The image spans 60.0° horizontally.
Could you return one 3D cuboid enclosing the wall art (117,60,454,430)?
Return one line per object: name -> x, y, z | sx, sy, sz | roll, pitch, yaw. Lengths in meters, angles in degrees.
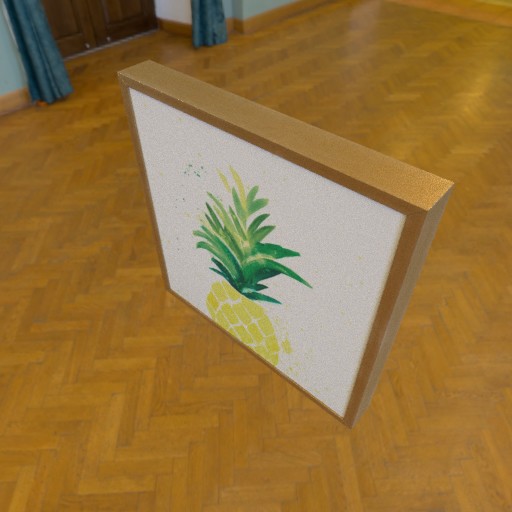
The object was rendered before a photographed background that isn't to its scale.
wall art -> 0.000, 0.000, 0.453 | 0.306, 0.305, 0.038 | 32, 53, 28
